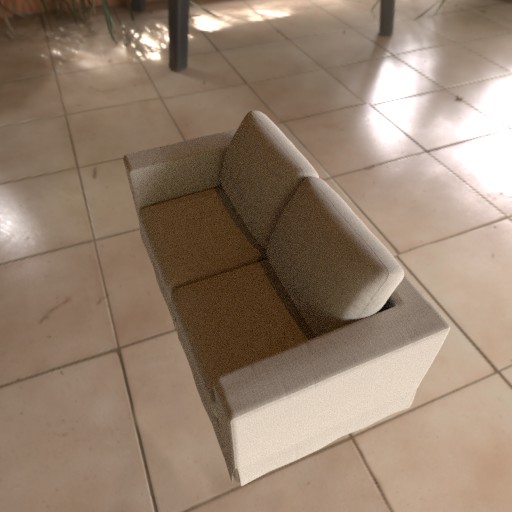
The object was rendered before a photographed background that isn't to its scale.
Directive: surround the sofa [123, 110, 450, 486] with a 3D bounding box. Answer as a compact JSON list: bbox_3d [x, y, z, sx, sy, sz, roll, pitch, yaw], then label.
[{"bbox_3d":[0.000,0.000,2.401,1.009,0.932,1.813,-18,49,-16],"label":"sofa"}]
